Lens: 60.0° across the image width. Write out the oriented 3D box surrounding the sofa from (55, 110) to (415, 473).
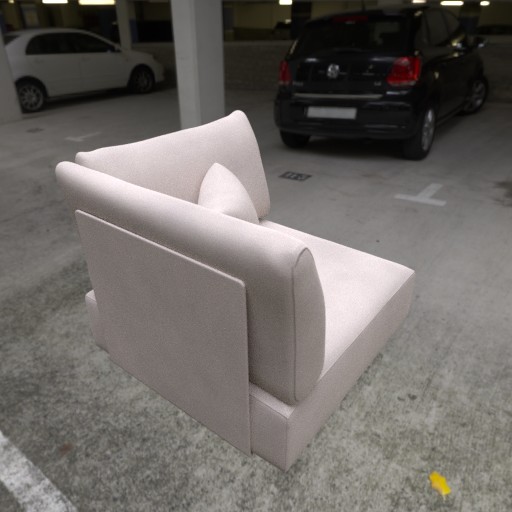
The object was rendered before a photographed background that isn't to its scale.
[{"bbox_3d":[0.000,0.000,1.706,1.000,0.820,1.000,21,36,32],"label":"sofa"}]
